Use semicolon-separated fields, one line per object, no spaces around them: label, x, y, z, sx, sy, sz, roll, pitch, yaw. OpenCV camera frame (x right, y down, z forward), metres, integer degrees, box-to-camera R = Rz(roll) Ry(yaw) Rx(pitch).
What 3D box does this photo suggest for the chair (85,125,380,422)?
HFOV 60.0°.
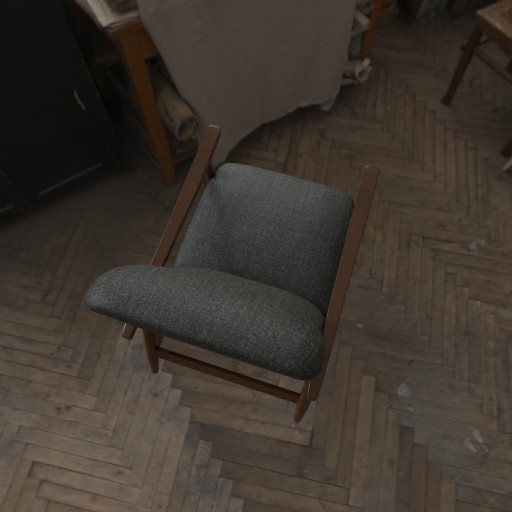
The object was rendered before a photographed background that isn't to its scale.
chair;0.000;0.000;1.763;0.762;1.082;1.014;16;65;8
